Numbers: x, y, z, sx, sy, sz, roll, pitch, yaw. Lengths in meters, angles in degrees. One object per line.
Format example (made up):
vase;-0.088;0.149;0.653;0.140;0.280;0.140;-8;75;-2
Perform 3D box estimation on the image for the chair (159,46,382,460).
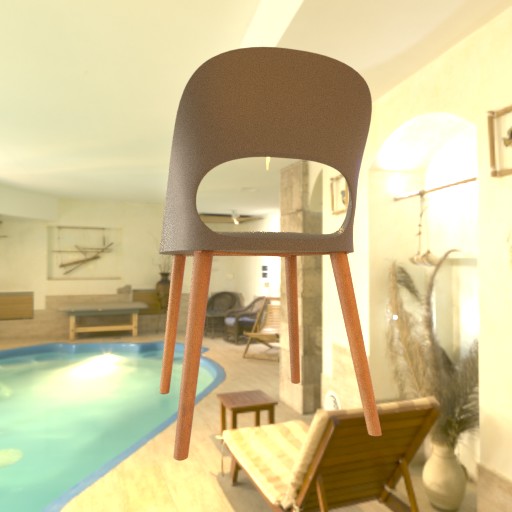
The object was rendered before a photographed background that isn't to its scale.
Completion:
chair;0.000;0.000;1.122;0.470;0.795;0.556;0;-1;-16
